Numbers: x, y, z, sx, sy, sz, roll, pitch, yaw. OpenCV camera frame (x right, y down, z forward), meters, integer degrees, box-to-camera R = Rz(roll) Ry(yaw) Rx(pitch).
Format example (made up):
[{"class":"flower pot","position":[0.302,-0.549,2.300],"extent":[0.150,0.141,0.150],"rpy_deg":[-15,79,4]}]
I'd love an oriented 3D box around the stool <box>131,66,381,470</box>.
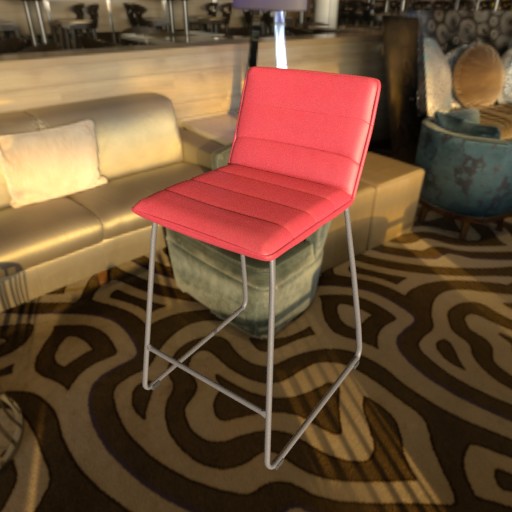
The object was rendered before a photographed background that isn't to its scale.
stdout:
[{"class":"stool","position":[0.000,0.000,1.176],"extent":[0.489,0.866,0.524],"rpy_deg":[20,36,30]}]
